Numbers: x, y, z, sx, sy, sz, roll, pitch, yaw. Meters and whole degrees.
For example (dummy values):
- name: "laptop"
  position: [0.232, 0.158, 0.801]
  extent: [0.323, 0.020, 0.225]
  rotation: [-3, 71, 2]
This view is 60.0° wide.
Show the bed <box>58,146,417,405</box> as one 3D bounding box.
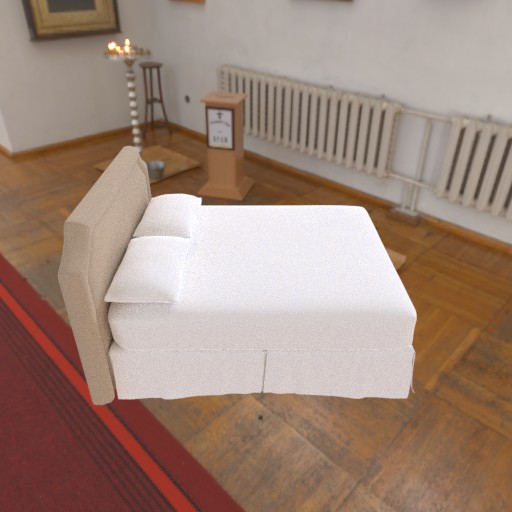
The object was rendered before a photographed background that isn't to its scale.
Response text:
- name: "bed"
  position: [0.000, 0.000, 3.412]
  extent: [2.204, 1.301, 1.828]
  rotation: [0, 32, 0]
